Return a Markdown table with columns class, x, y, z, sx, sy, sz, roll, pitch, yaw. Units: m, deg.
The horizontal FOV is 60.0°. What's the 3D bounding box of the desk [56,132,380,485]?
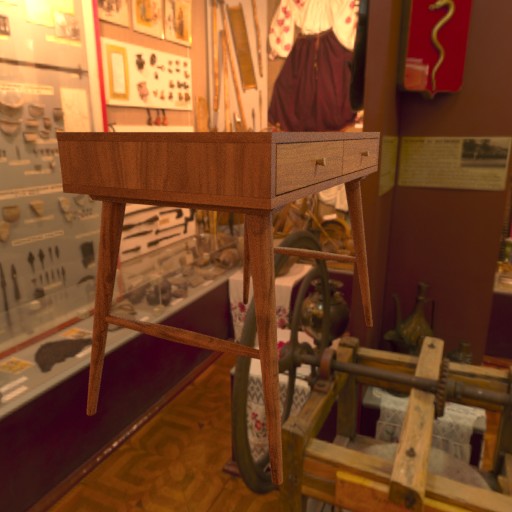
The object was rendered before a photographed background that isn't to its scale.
| class | x | y | z | sx | sy | sz | roll | pitch | yaw |
| --- | --- | --- | --- | --- | --- | --- | --- | --- | --- |
| desk | 0.000 | 0.000 | 1.408 | 0.588 | 0.758 | 0.949 | 8 | 17 | 25 |
